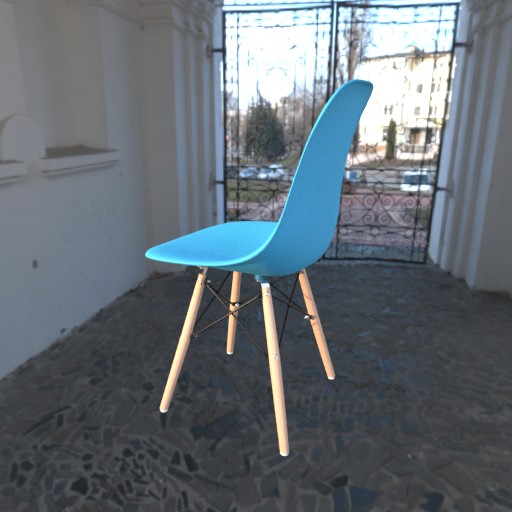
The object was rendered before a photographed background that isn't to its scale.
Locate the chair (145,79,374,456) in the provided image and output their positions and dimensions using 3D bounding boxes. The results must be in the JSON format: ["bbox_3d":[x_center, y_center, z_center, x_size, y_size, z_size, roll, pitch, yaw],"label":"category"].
[{"bbox_3d":[0.000,0.000,1.152,0.531,0.826,0.470,8,18,26],"label":"chair"}]
